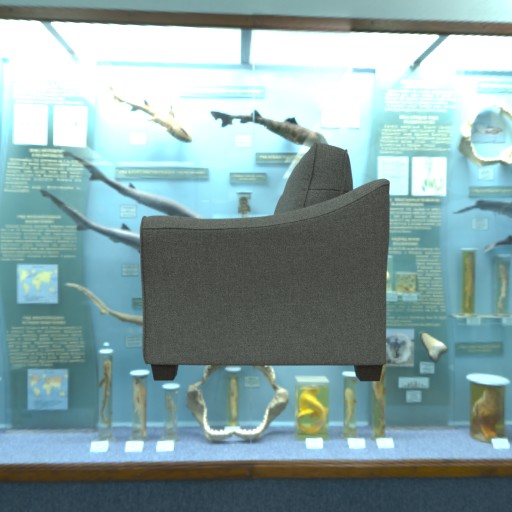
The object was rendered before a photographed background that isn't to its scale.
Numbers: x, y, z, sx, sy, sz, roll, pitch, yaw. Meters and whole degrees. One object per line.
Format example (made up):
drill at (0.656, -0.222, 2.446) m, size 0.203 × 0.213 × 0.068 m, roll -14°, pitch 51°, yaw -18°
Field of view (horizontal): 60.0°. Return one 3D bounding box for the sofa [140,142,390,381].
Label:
sofa at (0.000, 0.000, 2.749) m, size 1.013 × 0.976 × 2.203 m, roll 0°, pitch 0°, yaw 0°
